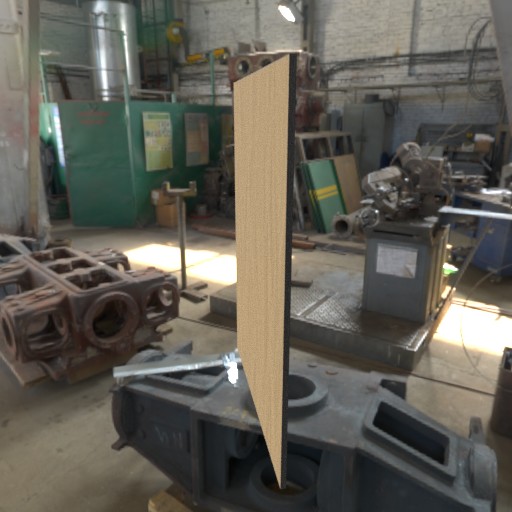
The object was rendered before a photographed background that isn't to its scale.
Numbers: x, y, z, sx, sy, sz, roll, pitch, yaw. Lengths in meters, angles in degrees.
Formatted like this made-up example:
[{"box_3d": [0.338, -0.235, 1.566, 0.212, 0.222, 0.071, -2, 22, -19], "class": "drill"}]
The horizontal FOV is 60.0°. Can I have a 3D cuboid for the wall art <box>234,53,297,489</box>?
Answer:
[{"box_3d": [0.000, 0.000, 1.454, 0.016, 1.116, 0.810, -3, 18, -10], "class": "wall art"}]
